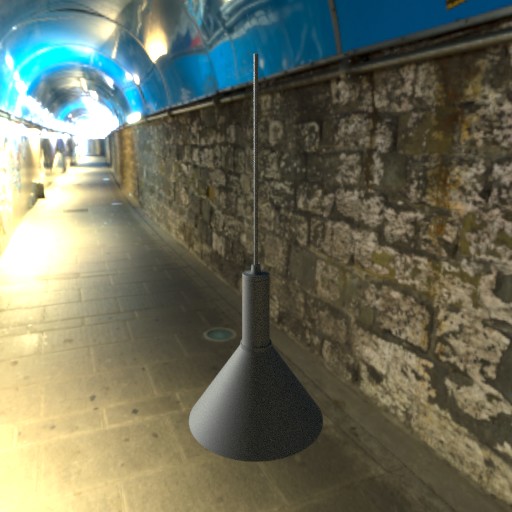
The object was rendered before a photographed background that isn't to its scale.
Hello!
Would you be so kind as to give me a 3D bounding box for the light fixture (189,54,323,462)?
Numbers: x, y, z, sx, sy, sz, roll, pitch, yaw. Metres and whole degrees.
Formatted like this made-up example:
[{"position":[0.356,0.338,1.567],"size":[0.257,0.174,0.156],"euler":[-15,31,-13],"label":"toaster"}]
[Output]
[{"position":[0.000,0.000,0.810],"size":[0.267,0.683,0.267],"euler":[-2,14,-10],"label":"light fixture"}]
